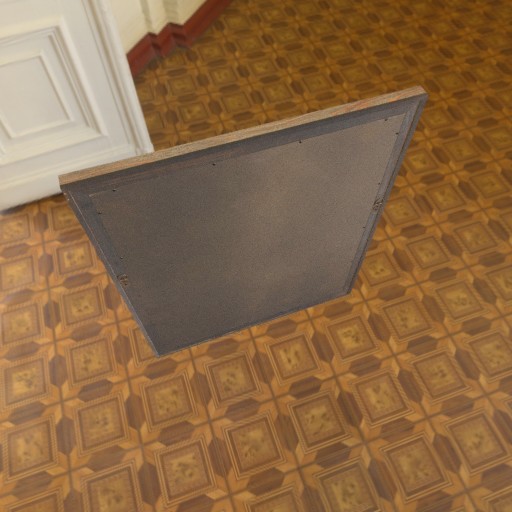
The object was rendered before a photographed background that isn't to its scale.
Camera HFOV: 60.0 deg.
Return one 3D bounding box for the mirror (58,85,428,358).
[{"bbox_3d":[0.000,0.000,1.213,0.730,0.882,0.032,-17,60,-10],"label":"mirror"}]
